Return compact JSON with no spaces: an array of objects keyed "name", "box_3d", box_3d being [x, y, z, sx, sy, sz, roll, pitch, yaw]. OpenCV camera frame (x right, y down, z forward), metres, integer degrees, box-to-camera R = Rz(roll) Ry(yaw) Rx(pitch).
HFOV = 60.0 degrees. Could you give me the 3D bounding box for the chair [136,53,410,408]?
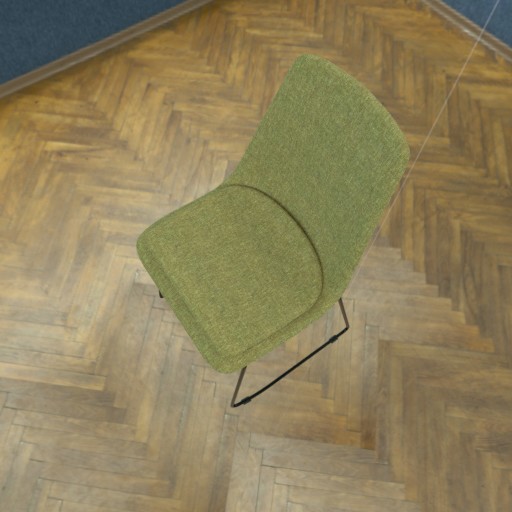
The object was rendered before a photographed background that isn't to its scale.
[{"name":"chair","box_3d":[0.000,0.000,1.129,0.496,0.849,0.479,-32,69,-14]}]
